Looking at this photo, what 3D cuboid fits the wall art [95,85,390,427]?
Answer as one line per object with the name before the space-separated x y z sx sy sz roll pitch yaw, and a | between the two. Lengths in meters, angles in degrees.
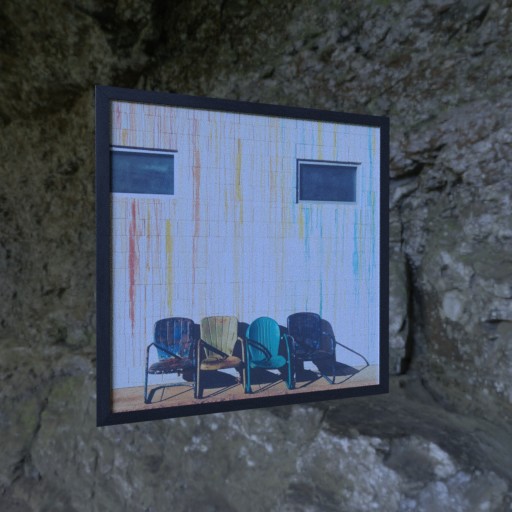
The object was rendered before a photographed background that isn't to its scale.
wall art | 0.000 0.000 1.123 0.763 0.763 0.039 0 1 -18
